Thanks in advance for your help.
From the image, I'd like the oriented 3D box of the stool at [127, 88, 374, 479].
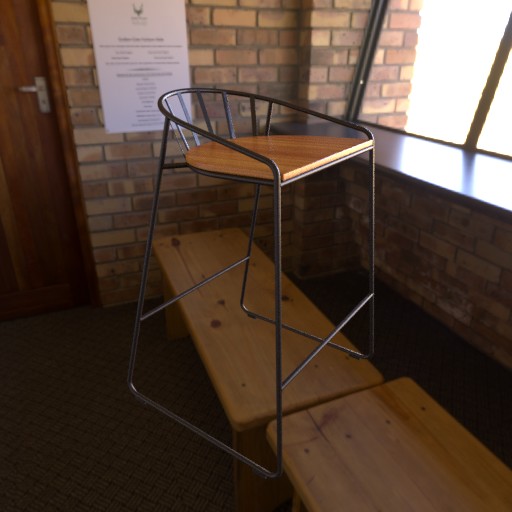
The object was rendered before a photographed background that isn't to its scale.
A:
[{"bbox_3d":[0.000,0.000,1.170,0.521,0.812,0.546,17,30,32],"label":"stool"}]
